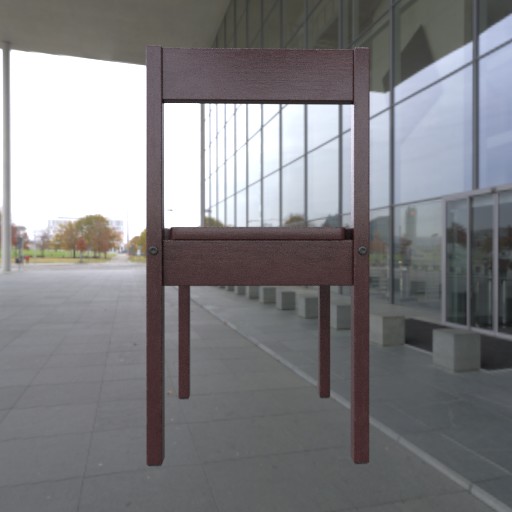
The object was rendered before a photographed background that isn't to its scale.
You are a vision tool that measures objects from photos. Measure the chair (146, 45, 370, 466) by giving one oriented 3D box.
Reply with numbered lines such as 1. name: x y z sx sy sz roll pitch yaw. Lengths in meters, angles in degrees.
1. chair: 0.000 0.000 0.882 0.367 0.668 0.361 0 0 -1
